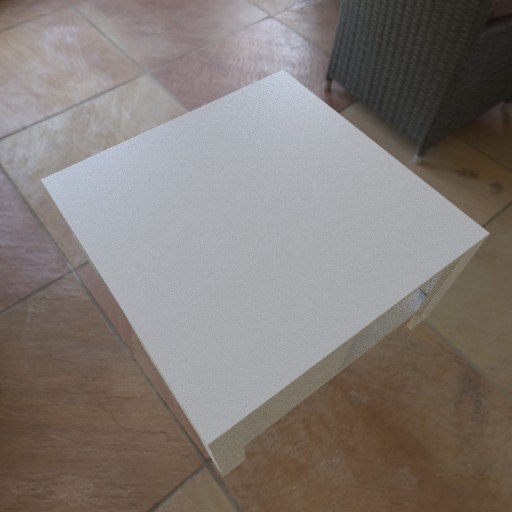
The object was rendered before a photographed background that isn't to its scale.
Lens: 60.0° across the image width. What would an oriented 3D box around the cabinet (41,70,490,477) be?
[{"bbox_3d":[0.000,0.000,1.296,0.800,0.460,0.800,-32,62,-19],"label":"cabinet"}]
